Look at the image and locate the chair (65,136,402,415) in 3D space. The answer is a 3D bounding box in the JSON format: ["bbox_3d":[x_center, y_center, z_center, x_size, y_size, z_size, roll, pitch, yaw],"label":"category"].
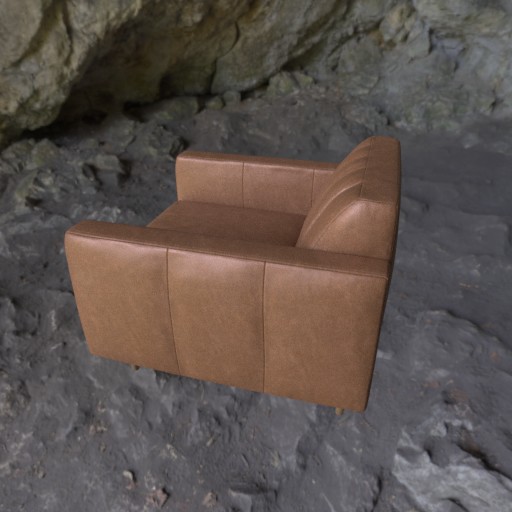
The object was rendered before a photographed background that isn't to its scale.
[{"bbox_3d":[0.000,0.000,1.708,0.998,0.819,0.953,8,31,14],"label":"chair"}]
